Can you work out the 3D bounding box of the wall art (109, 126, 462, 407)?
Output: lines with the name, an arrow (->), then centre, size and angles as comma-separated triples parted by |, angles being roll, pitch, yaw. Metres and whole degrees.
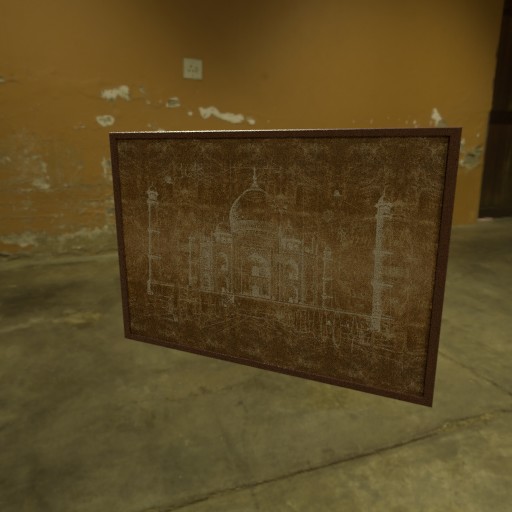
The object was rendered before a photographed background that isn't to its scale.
wall art -> 0.000, 0.000, 0.832 | 0.660, 0.455, 0.014 | 6, 15, 24
